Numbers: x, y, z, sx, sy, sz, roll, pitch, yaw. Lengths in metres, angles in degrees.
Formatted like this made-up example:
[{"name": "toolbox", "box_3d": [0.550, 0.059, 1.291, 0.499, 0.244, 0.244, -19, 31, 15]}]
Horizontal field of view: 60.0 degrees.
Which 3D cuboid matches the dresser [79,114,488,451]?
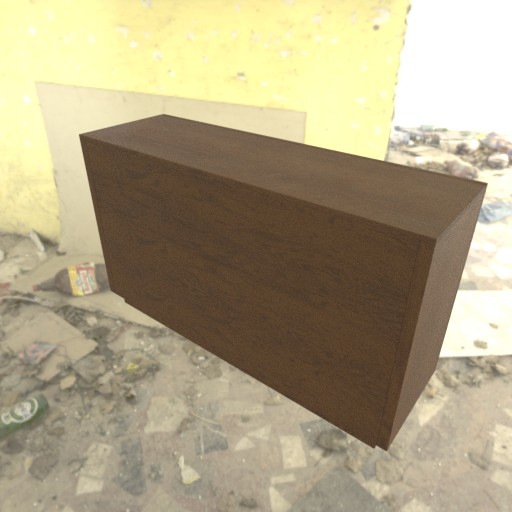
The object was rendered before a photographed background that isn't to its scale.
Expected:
[{"name": "dresser", "box_3d": [0.000, 0.000, 1.885, 1.523, 0.889, 0.512, 22, 37, 32]}]
